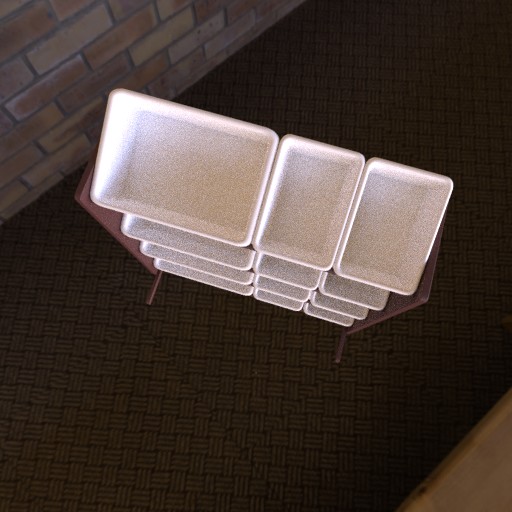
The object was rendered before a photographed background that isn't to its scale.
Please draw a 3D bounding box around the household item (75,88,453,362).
[{"bbox_3d":[0.000,0.000,1.301,0.787,0.864,0.389,16,76,4],"label":"household item"}]
